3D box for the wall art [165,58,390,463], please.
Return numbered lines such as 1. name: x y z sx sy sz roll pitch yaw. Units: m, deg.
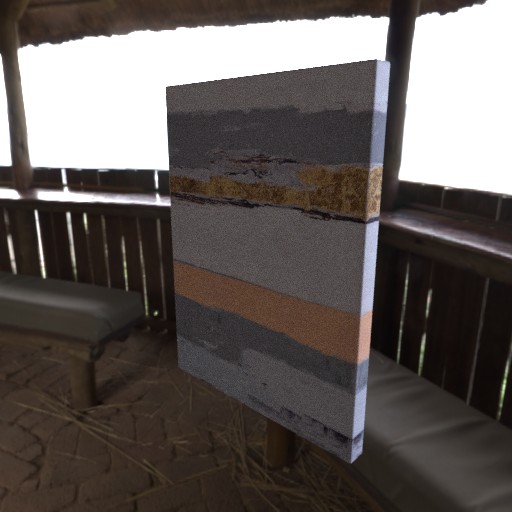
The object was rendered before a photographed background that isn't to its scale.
1. wall art: 0.000 0.000 0.803 0.456 0.609 0.038 14 20 42
